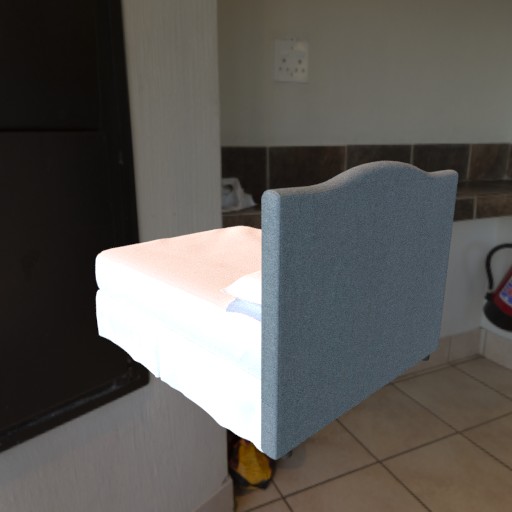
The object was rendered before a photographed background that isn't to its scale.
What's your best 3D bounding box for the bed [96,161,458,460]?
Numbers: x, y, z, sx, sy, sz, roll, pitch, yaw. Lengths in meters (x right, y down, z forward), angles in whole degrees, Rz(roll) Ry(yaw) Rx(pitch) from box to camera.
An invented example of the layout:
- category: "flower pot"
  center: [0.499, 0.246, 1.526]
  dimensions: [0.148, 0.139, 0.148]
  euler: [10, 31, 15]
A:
- category: "bed"
  center: [0.000, 0.000, 3.297]
  dimensions: [1.753, 1.460, 2.143]
  euler: [-14, 20, -41]
